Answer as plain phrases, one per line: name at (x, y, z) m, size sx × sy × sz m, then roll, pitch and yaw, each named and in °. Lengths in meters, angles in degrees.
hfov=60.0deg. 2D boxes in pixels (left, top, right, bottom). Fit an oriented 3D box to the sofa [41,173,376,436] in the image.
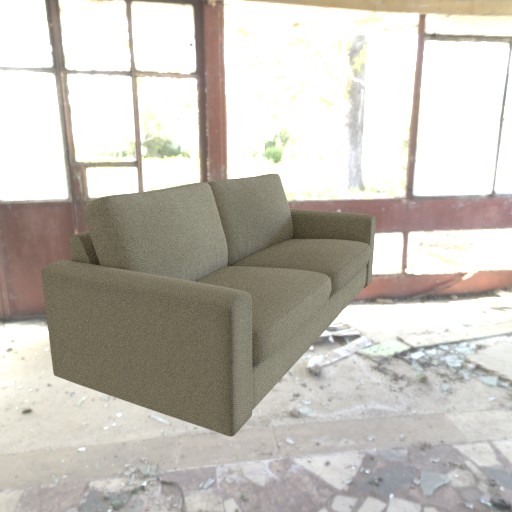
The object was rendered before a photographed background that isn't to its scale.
sofa at (0.000, 0.000, 2.684) m, size 1.016 × 0.873 × 2.179 m, roll 7°, pitch 16°, yaw 27°
